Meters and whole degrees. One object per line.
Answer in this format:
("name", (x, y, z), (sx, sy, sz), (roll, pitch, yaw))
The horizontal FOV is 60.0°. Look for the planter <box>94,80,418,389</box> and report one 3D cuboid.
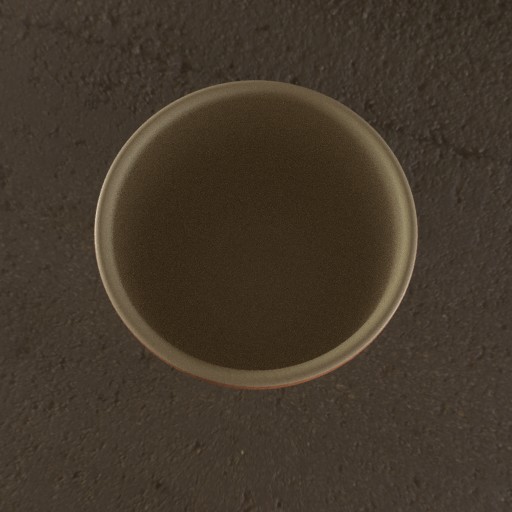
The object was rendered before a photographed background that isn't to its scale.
("planter", (0.000, 0.000, 0.220), (0.124, 0.109, 0.124), (0, 75, 0))
